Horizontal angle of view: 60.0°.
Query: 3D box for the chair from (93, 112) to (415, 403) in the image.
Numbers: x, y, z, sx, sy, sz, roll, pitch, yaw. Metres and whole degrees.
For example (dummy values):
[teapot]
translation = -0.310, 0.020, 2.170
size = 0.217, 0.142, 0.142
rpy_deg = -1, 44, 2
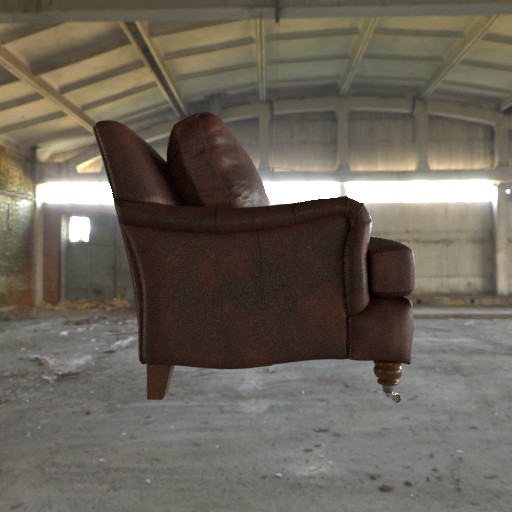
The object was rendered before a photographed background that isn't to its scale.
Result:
[chair]
translation = 0.000, 0.000, 1.982
size = 1.156, 1.051, 0.987
rpy_deg = 0, -2, 1
